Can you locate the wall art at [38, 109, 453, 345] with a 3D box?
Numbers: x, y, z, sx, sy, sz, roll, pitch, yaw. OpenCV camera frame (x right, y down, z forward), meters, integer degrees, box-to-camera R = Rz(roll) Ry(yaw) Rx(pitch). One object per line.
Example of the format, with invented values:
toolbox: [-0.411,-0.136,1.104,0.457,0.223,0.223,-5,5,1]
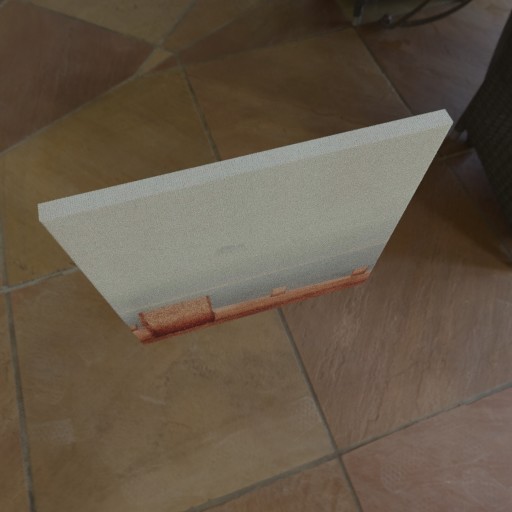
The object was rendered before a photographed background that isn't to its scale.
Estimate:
wall art: [0.000,0.000,0.602,0.405,0.405,0.023,-15,64,-7]
